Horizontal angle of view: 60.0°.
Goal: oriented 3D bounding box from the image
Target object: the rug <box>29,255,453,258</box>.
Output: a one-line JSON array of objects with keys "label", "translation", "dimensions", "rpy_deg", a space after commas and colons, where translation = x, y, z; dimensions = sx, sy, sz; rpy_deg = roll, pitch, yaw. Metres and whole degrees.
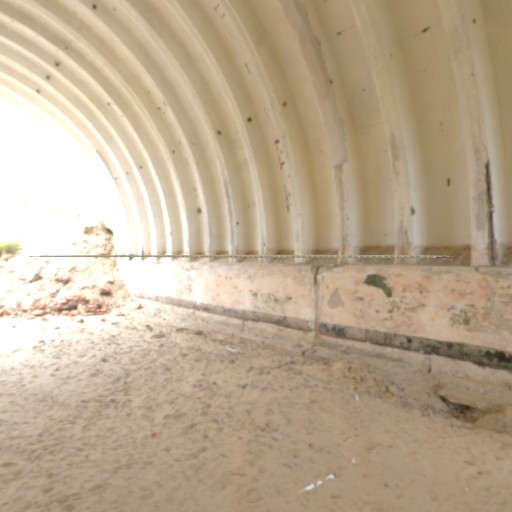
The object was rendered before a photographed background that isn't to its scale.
[{"label": "rug", "translation": [0.000, 0.000, 2.335], "dimensions": [1.802, 0.008, 1.247], "rpy_deg": [0, 0, 19]}]
